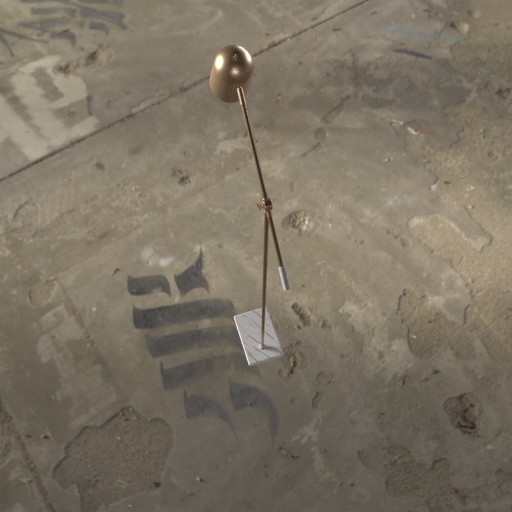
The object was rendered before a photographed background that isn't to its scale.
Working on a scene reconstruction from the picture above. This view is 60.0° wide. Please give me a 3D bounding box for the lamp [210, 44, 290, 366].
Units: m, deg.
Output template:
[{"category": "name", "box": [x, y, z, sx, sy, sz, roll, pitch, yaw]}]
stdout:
[{"category": "lamp", "box": [0.000, 0.000, 1.809, 0.194, 1.594, 0.653, -15, 60, -9]}]
